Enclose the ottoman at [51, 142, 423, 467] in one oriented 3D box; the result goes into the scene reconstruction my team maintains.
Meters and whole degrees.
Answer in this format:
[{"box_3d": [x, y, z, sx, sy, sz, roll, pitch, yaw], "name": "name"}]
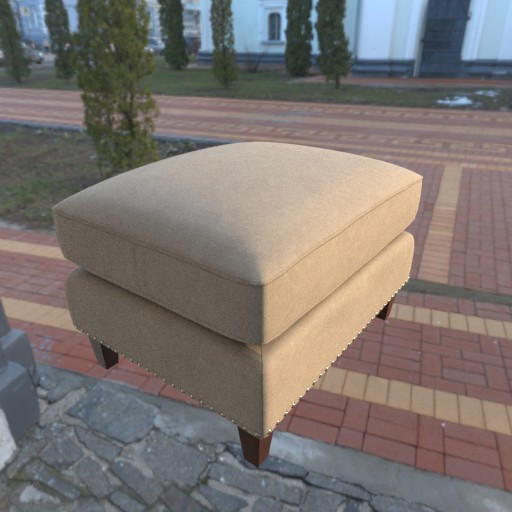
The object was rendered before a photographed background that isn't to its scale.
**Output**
[{"box_3d": [0.000, 0.000, 1.134, 0.584, 0.513, 0.741, 18, 31, 33], "name": "ottoman"}]
